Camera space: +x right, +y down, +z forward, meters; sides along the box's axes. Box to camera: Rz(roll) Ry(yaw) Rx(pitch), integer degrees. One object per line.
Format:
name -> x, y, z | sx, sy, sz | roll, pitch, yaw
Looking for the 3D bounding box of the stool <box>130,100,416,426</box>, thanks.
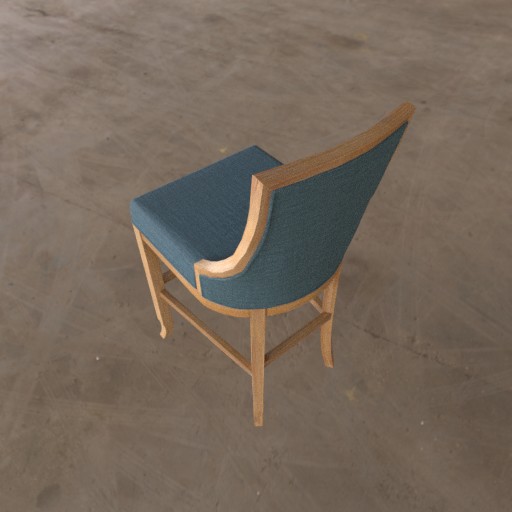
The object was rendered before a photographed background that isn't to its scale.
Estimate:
stool -> 0.000, 0.000, 1.405 | 0.524, 1.101, 0.626 | -31, 53, -26
